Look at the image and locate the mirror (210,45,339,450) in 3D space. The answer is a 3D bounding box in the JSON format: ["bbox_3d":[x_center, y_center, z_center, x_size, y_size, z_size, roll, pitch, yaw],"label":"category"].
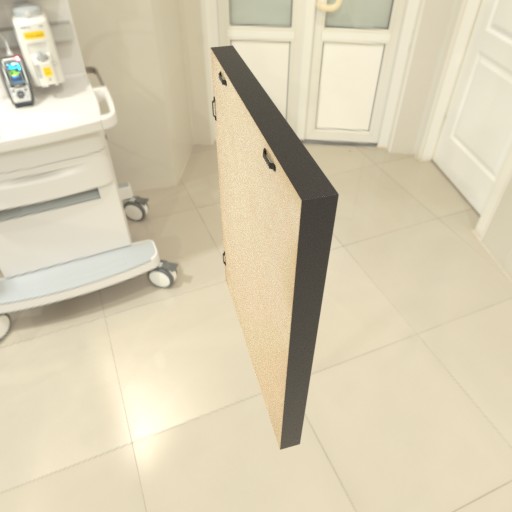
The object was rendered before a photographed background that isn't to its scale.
[{"bbox_3d":[0.000,0.000,0.706,0.041,0.508,0.405,-11,44,-11],"label":"mirror"}]
